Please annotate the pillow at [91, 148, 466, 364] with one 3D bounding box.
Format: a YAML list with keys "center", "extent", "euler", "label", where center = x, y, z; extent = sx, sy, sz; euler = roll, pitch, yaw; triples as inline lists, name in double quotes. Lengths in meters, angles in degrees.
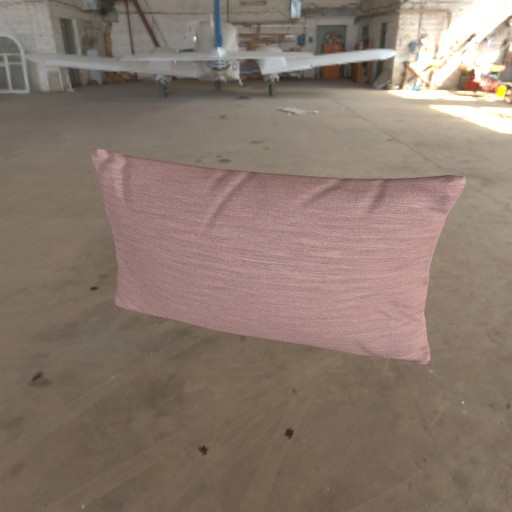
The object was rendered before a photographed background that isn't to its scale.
- center: [0.000, 0.000, 0.785]
  extent: [0.633, 0.338, 0.210]
  euler: [8, 27, 16]
  label: "pillow"
